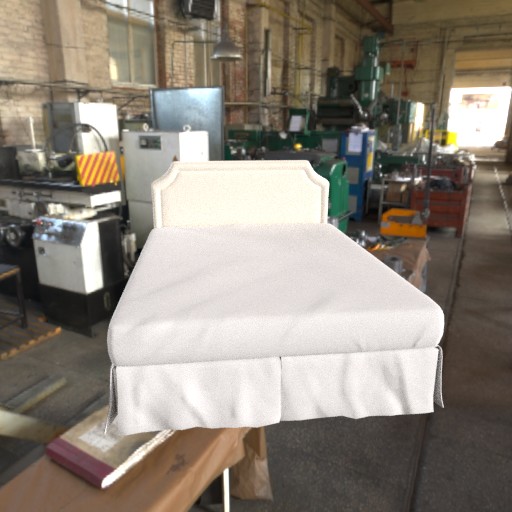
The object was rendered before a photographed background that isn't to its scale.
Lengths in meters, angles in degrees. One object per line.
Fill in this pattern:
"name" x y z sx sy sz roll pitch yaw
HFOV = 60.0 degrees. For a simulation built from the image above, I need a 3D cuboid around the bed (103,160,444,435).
"bed" 0.000 0.000 3.503 1.977 1.293 2.498 -2 17 -7
